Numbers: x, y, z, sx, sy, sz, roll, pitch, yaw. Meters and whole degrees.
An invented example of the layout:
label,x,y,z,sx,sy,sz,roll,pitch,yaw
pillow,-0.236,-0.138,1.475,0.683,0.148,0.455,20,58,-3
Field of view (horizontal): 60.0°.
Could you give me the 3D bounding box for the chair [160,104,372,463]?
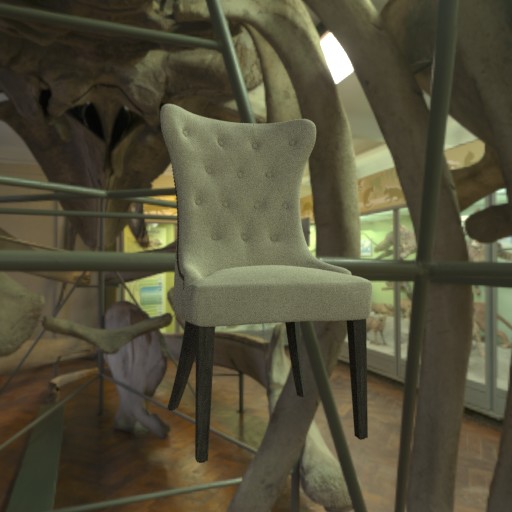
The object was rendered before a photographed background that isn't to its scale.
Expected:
label,x,y,z,sx,sy,sz,roll,pitch,yaw
chair,0.000,0.000,1.450,0.584,1.065,0.590,0,-1,-19
